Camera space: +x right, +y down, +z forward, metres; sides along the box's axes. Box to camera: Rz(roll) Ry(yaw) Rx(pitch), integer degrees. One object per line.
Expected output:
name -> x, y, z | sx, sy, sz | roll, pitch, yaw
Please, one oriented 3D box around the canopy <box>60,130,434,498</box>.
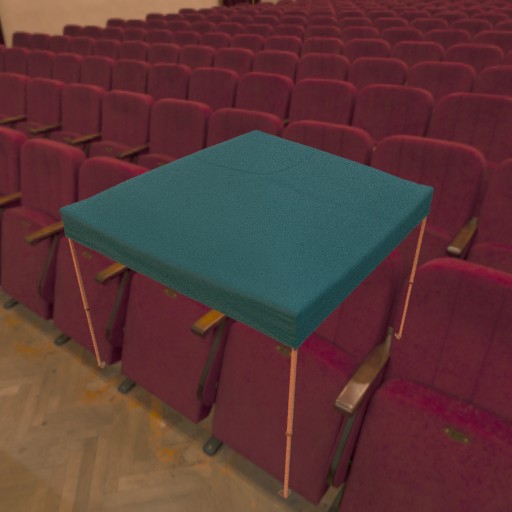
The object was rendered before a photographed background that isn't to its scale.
canopy -> 0.000, 0.000, 5.304 | 2.998, 2.997, 2.996 | 21, 37, 31
